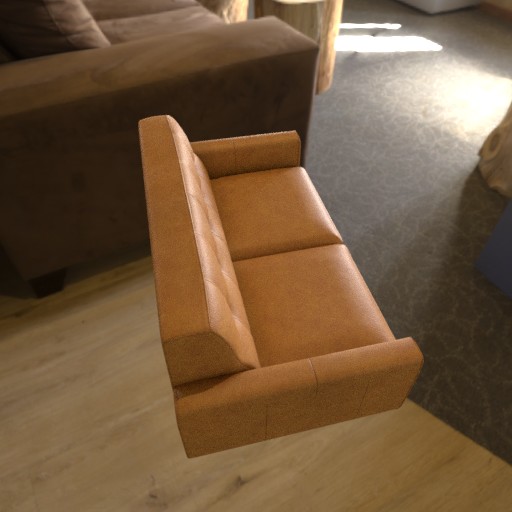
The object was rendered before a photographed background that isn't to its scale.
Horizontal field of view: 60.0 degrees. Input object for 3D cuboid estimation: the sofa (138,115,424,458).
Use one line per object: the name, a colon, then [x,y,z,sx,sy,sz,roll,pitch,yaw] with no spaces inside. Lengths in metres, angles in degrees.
sofa: [0.000,0.000,2.225,0.952,0.925,1.651,-10,47,-9]
